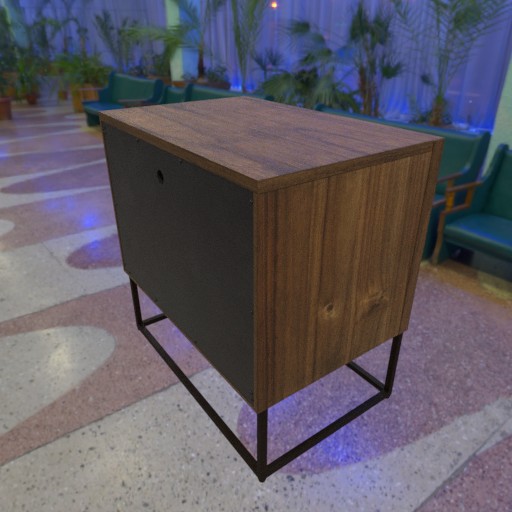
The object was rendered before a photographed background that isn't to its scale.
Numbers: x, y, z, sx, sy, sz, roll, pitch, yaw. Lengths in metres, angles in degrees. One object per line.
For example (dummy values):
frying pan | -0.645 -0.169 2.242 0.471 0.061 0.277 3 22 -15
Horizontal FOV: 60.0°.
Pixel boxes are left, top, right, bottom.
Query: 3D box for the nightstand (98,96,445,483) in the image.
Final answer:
nightstand | 0.000 0.000 1.033 0.437 0.610 0.610 -19 33 -31
